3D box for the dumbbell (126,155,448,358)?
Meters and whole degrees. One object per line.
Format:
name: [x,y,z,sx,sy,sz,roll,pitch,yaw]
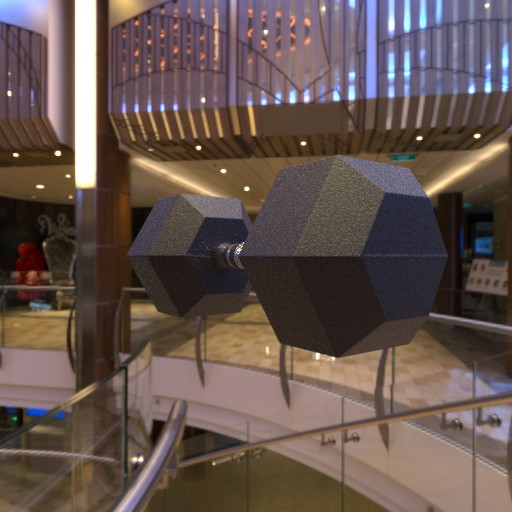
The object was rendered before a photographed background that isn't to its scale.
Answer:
dumbbell: [0.000,0.000,0.483,0.173,0.150,0.384,0,0,-36]
